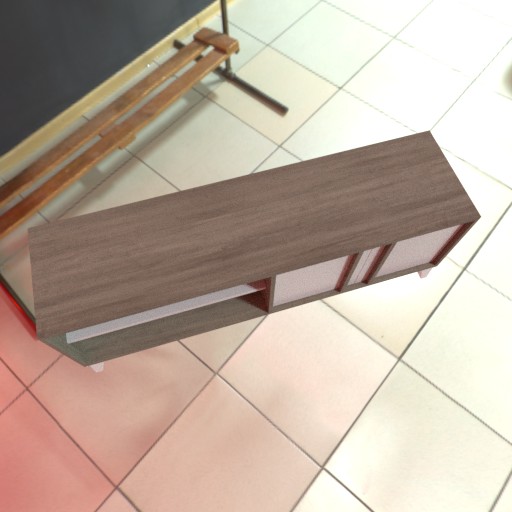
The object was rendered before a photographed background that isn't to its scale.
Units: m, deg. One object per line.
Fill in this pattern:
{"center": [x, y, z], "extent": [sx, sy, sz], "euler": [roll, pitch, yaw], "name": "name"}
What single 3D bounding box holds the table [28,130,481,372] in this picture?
{"center": [0.000, 0.000, 1.754], "extent": [1.500, 0.530, 0.400], "euler": [-15, 65, -7], "name": "table"}
